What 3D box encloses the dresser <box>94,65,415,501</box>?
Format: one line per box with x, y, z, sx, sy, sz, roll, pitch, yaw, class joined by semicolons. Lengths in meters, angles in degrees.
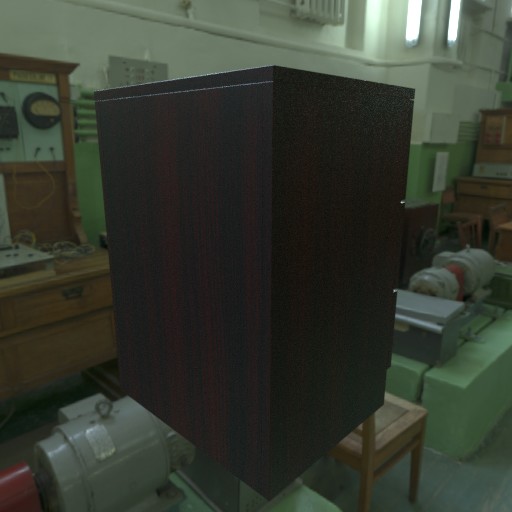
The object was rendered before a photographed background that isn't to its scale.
0.000;0.000;0.797;0.400;0.560;0.360;14;21;42;dresser
